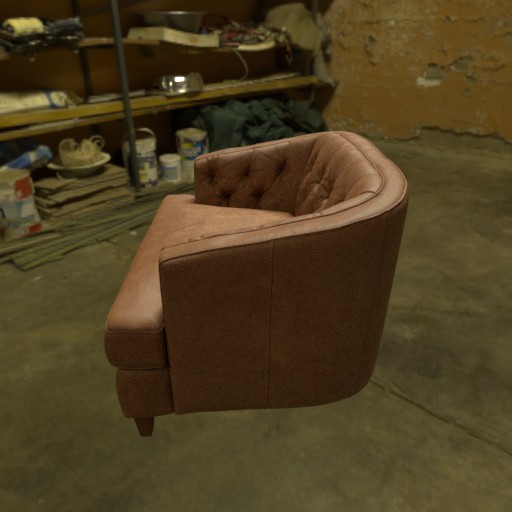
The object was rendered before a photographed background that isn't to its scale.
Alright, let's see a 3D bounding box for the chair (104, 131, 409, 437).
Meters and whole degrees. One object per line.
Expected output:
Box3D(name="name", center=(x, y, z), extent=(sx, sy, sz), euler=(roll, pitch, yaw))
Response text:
Box3D(name="chair", center=(0.000, 0.000, 1.742), extent=(0.911, 0.836, 1.119), euler=(-1, 27, -1))
